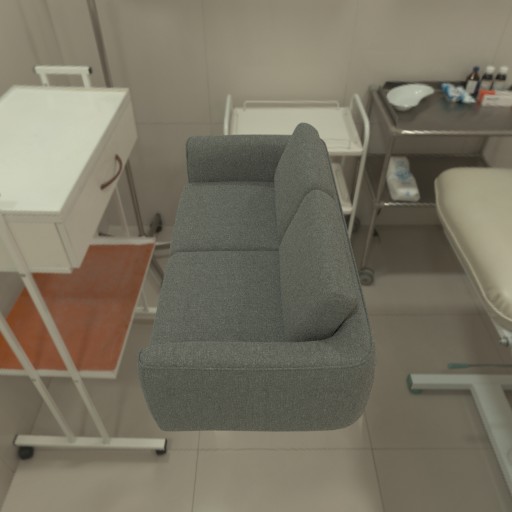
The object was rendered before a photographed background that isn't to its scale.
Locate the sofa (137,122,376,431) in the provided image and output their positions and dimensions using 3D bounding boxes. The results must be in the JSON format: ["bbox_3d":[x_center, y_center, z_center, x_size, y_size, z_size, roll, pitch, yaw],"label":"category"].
[{"bbox_3d":[0.000,0.000,2.259,0.920,0.870,1.700,0,42,0],"label":"sofa"}]
